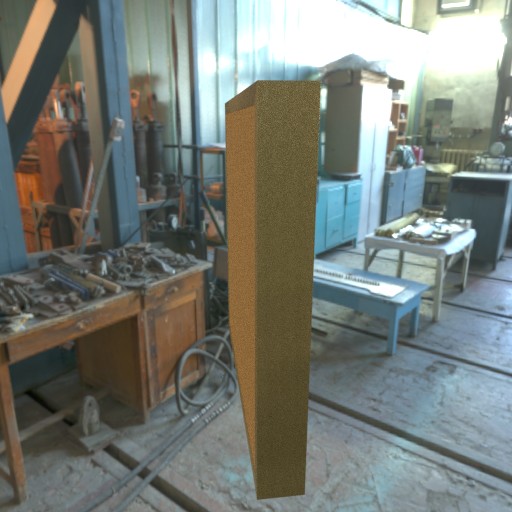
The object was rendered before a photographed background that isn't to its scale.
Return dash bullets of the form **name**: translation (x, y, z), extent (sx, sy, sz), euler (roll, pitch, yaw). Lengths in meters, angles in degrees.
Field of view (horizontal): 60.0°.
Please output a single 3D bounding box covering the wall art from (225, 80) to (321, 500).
- **wall art**: translation (0.000, 0.000, 0.448), extent (0.038, 0.305, 0.304), euler (-2, 17, -7)
